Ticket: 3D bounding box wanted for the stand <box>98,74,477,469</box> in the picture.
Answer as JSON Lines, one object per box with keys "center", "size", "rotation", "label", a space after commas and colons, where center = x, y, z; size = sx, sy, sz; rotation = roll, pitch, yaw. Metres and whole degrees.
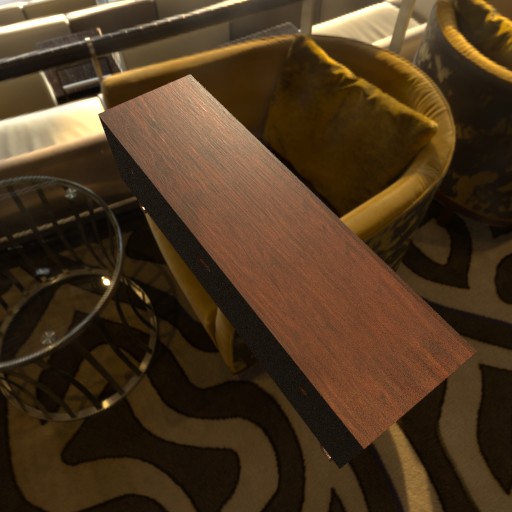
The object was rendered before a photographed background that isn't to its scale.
{"center": [0.000, 0.000, 1.855], "size": [0.481, 0.610, 1.626], "rotation": [-31, 63, -18], "label": "stand"}
